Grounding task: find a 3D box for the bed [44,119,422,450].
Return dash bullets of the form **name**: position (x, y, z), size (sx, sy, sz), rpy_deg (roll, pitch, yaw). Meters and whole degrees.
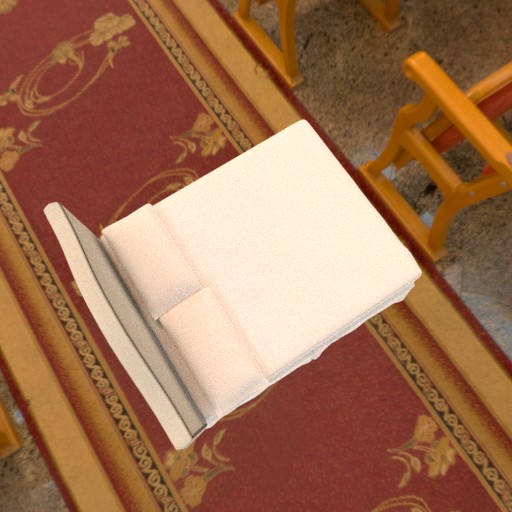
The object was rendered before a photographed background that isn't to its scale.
- **bed**: position (0.000, 0.000, 3.389), size (2.180, 1.607, 1.813), rpy_deg (-32, 77, -8)
